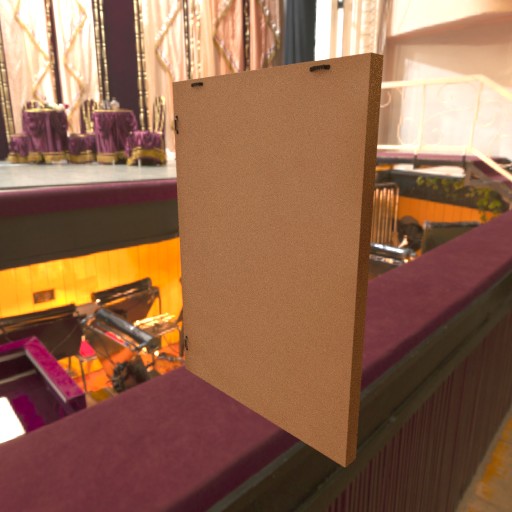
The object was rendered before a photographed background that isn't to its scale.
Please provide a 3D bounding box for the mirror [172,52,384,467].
[{"bbox_3d":[0.000,0.000,0.915,0.039,0.710,0.507,-14,21,-42],"label":"mirror"}]
